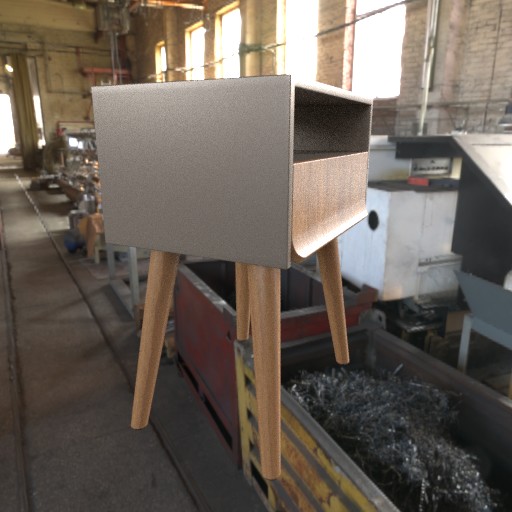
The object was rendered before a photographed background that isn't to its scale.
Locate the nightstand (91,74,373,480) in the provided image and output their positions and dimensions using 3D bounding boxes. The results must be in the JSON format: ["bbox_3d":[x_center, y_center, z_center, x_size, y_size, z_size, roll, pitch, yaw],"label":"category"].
[{"bbox_3d":[0.000,0.000,0.732,0.288,0.508,0.370,8,17,26],"label":"nightstand"}]
